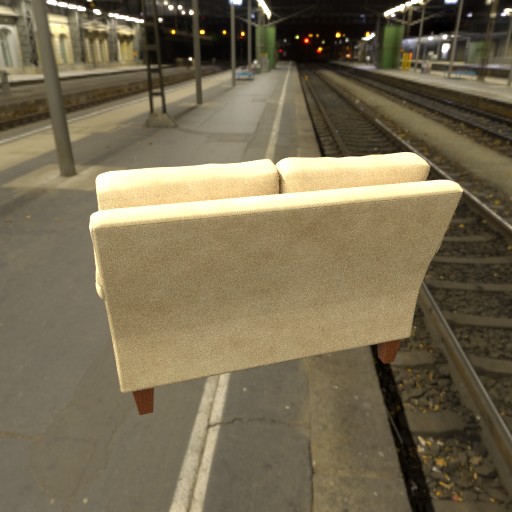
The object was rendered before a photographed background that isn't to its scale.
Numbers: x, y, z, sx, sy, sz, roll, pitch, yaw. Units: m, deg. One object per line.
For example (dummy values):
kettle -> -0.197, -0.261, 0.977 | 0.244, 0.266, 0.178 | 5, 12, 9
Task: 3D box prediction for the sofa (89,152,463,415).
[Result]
sofa -> 0.000, 0.000, 2.246 | 1.498, 1.087, 1.086 | -7, 26, -15
